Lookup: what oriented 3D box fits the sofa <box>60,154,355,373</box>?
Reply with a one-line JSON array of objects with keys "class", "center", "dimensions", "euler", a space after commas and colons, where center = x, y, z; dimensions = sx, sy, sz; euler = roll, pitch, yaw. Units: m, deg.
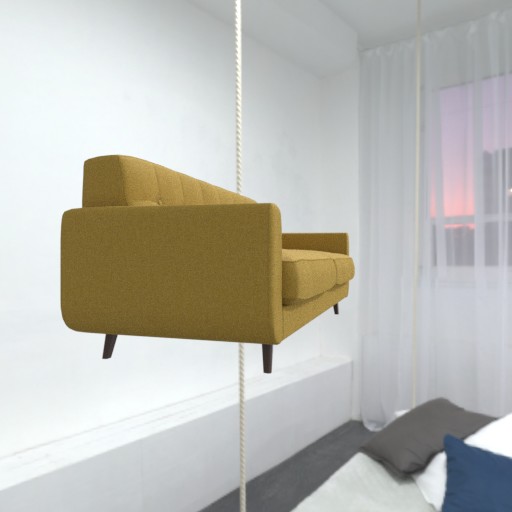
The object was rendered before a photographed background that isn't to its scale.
[{"class": "sofa", "center": [0.000, 0.000, 2.506], "dimensions": [0.909, 0.841, 2.029], "euler": [0, 0, 19]}]
